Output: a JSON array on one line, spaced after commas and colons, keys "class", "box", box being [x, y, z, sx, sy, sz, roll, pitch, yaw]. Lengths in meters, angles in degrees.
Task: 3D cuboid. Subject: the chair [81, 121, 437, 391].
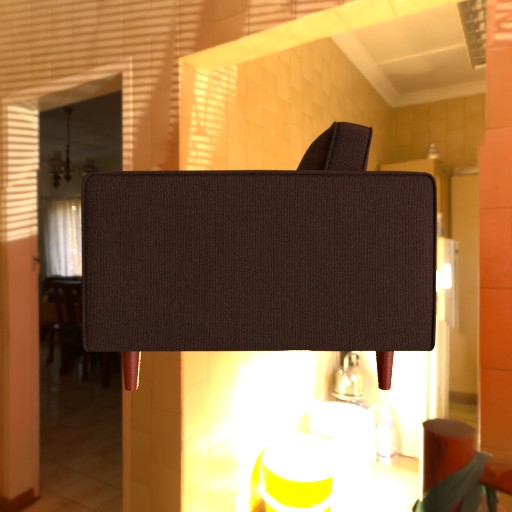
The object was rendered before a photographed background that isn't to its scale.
[{"class": "chair", "box": [0.000, 0.000, 1.544, 0.919, 0.770, 0.899, 0, 1, 0]}]
